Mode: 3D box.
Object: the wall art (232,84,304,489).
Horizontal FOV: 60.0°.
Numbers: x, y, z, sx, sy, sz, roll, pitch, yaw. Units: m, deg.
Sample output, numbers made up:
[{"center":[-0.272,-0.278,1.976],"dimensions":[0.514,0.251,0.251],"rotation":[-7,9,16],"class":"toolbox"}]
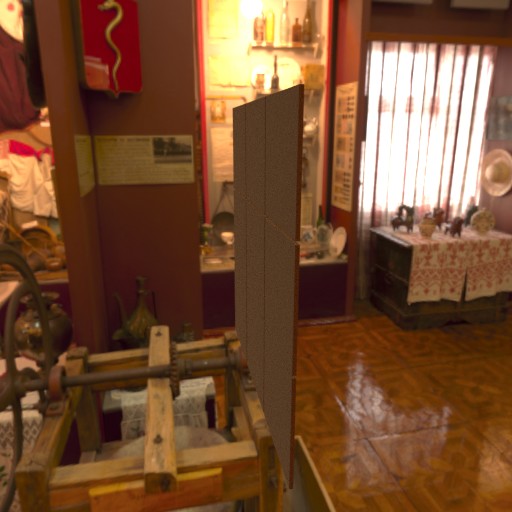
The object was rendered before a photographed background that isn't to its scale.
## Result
[{"center":[0.000,0.000,1.831],"dimensions":[0.013,1.216,1.216],"rotation":[-3,16,-10],"class":"wall art"}]
